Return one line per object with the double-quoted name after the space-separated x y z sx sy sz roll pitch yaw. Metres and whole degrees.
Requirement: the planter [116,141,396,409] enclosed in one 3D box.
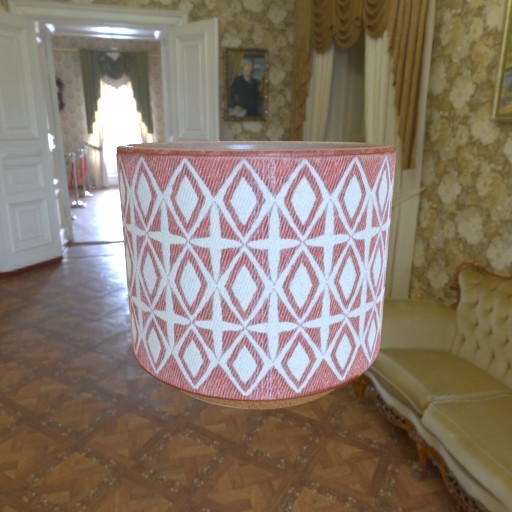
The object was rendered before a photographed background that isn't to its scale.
0.000 0.000 0.483 0.273 0.237 0.273 0 16 0 "planter"
